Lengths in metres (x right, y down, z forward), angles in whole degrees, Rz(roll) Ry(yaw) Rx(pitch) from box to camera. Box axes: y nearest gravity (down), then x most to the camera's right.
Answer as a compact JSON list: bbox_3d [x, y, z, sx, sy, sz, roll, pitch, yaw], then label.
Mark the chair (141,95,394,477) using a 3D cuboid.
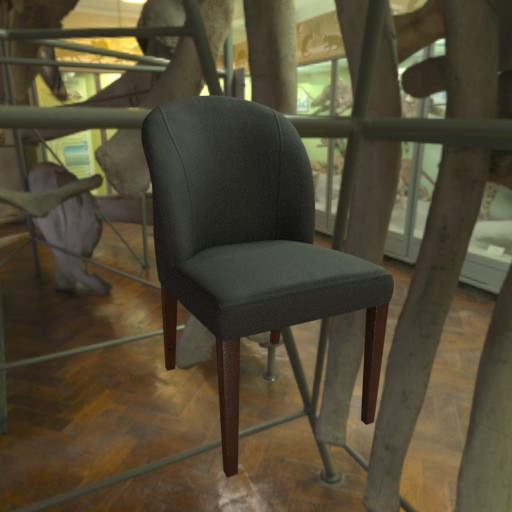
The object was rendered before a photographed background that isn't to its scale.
[{"bbox_3d":[0.000,0.000,1.252,0.506,0.879,0.619,-8,19,-25],"label":"chair"}]
